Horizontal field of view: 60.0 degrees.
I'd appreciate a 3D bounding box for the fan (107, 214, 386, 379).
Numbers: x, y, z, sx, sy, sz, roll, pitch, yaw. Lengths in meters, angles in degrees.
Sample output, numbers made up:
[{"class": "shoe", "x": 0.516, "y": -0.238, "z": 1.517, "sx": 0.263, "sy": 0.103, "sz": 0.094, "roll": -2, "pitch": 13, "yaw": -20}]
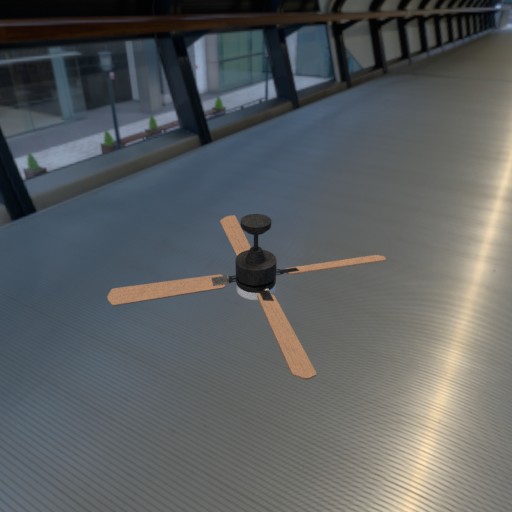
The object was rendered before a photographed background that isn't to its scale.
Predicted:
[{"class": "fan", "x": 0.000, "y": 0.000, "z": 1.996, "sx": 1.320, "sy": 0.355, "sz": 1.320, "roll": -8, "pitch": 31, "yaw": -13}]
